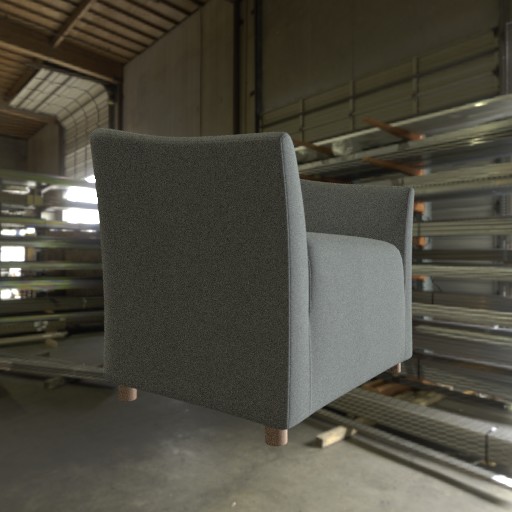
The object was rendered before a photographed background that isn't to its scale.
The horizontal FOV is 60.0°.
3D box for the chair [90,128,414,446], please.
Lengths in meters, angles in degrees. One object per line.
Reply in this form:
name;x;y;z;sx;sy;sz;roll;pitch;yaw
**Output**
chair;0.000;0.000;1.293;0.700;0.720;0.790;0;-1;36
